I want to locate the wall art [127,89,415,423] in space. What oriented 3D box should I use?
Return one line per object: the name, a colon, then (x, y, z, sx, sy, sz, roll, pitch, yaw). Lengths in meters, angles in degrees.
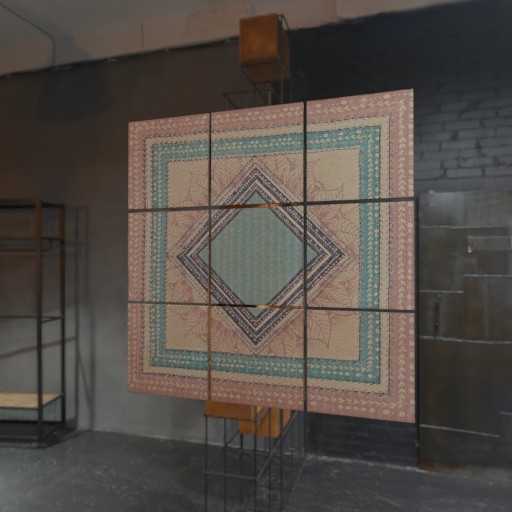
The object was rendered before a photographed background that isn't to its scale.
wall art: (0.000, 0.000, 1.808, 1.215, 1.213, 0.013, 0, -1, 19)
